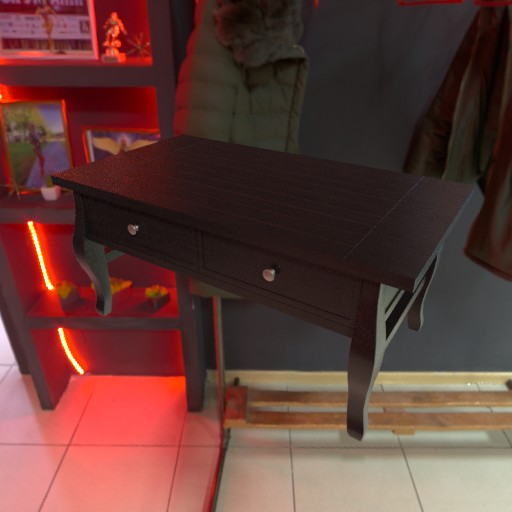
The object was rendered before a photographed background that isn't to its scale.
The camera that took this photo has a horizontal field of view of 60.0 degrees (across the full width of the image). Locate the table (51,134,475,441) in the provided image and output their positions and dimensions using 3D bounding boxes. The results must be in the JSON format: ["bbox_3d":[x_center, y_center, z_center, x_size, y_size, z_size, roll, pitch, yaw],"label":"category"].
[{"bbox_3d":[0.000,0.000,1.380,1.062,0.494,0.600,17,33,29],"label":"table"}]
